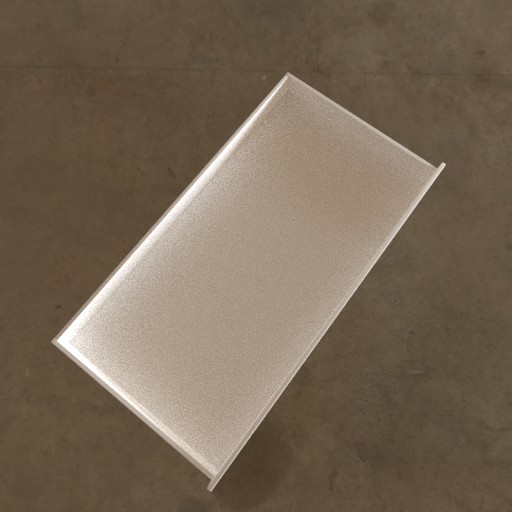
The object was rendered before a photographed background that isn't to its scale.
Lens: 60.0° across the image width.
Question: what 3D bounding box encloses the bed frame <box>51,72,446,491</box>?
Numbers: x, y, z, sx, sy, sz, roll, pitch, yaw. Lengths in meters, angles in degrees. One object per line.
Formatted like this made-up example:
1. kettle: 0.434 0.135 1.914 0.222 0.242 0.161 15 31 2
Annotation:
1. bed frame: 0.000 0.000 1.526 0.670 0.141 1.300 36 78 9
